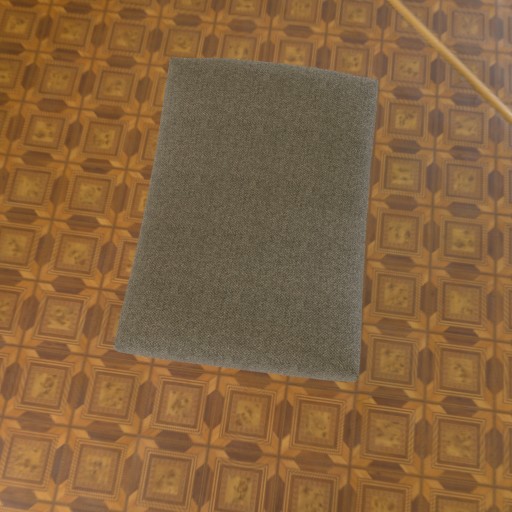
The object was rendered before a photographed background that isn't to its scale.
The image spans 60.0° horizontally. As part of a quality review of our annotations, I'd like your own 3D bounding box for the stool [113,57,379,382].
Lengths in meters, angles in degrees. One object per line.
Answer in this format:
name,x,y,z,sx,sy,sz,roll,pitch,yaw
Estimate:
stool,0.000,0.000,1.021,0.372,0.742,0.504,7,76,2
